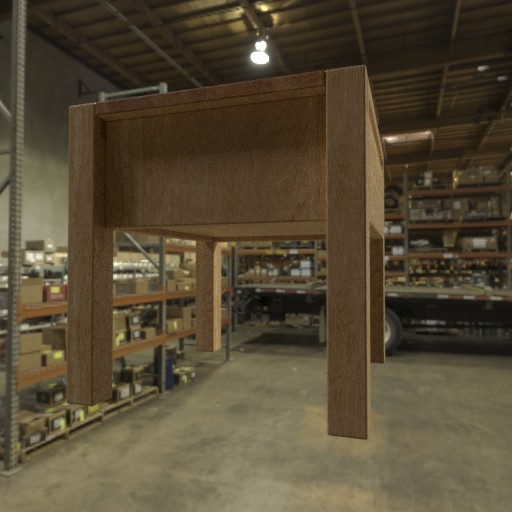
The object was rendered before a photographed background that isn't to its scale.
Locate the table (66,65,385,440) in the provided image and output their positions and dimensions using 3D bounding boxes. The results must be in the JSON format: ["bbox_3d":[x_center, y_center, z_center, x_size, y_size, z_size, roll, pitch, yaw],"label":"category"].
[{"bbox_3d":[0.000,0.000,0.826,0.440,0.450,0.480,0,-1,19],"label":"table"}]
